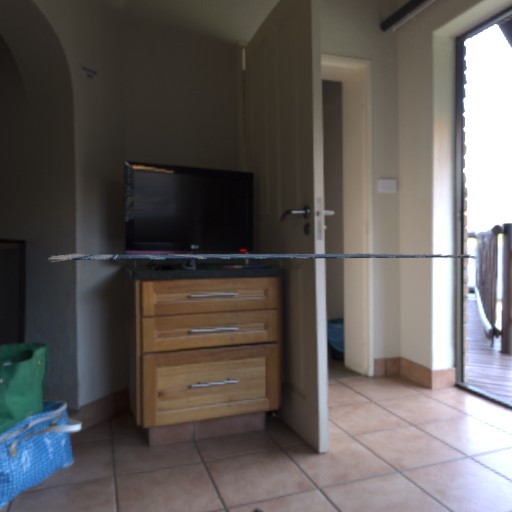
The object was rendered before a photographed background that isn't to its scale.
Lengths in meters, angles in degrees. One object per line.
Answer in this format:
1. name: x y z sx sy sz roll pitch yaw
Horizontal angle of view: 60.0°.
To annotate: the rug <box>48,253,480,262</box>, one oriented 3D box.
1. rug: 0.000 0.000 2.420 1.936 0.028 1.181 0 1 -18
